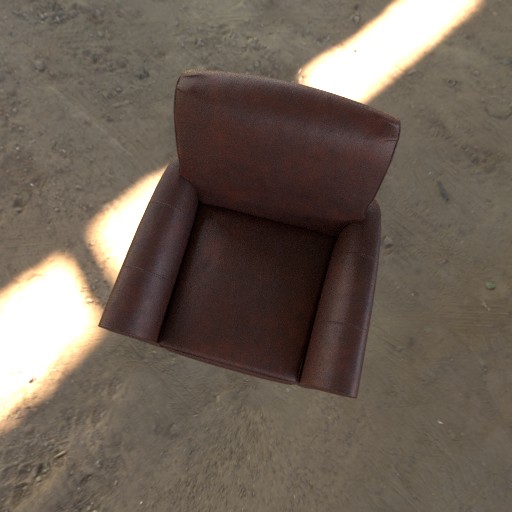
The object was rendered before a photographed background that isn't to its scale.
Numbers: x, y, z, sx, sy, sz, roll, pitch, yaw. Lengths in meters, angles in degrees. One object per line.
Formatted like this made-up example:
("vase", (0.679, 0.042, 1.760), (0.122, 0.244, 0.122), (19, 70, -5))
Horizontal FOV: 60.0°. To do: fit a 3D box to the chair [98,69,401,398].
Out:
("chair", (0.000, 0.000, 1.784), (0.978, 1.061, 0.902), (15, 75, 4))
